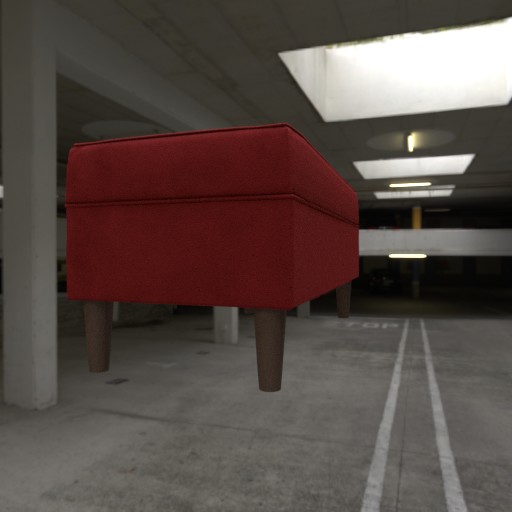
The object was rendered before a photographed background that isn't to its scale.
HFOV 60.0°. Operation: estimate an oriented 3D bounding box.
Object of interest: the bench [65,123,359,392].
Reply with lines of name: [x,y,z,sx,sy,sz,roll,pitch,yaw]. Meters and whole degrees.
bench: [0.000,0.000,1.295,0.492,0.471,1.016,0,1,19]
